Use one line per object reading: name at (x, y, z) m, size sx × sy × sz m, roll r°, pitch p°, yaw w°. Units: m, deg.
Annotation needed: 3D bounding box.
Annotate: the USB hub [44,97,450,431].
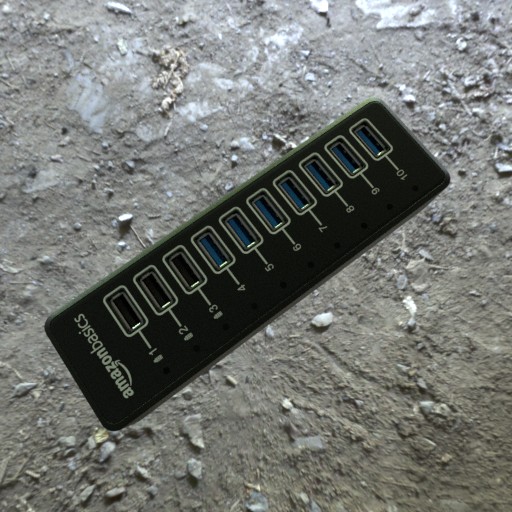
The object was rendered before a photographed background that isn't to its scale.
USB hub at (0.000, 0.000, 0.162) m, size 0.145 × 0.023 × 0.044 m, roll -36°, pitch 78°, yaw -8°
